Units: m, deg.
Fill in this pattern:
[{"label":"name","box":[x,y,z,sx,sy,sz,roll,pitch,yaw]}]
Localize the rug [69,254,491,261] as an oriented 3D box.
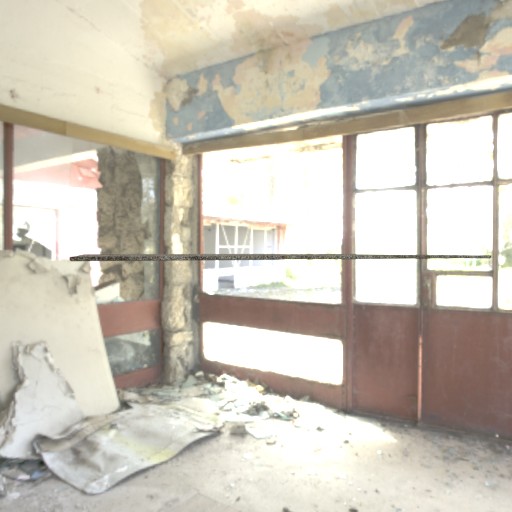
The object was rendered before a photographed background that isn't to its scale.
[{"label":"rug","box":[0.000,0.000,4.033,3.000,0.025,2.401,0,1,-20]}]
